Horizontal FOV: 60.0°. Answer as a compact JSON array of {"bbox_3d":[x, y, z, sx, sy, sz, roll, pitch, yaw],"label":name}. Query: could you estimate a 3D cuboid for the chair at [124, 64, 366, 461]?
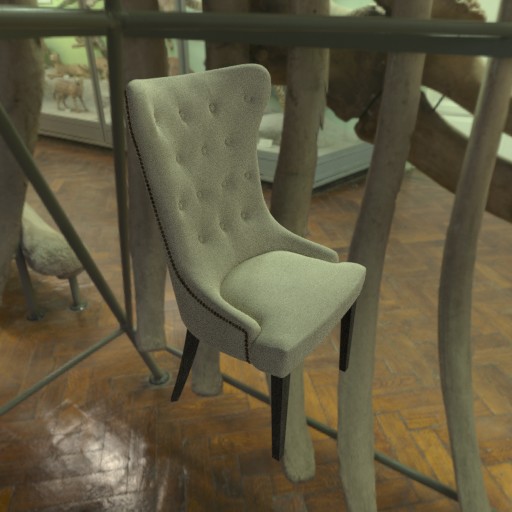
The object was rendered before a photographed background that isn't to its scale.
[{"bbox_3d":[0.000,0.000,1.405,0.590,1.065,0.584,19,34,30],"label":"chair"}]
